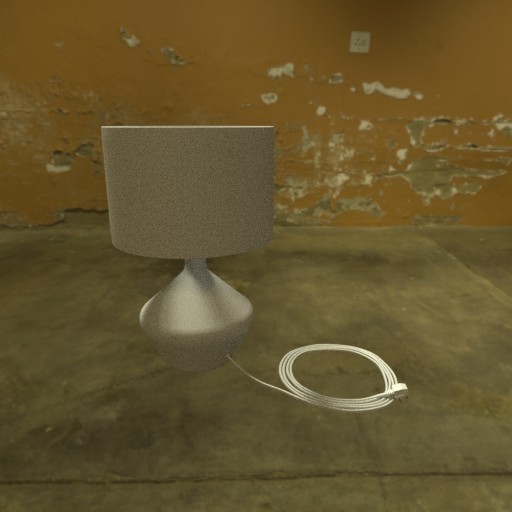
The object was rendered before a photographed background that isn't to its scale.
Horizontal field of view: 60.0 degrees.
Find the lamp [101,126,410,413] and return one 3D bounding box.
[{"bbox_3d":[0.000,0.000,0.816,0.546,0.457,0.401,16,23,42],"label":"lamp"}]
